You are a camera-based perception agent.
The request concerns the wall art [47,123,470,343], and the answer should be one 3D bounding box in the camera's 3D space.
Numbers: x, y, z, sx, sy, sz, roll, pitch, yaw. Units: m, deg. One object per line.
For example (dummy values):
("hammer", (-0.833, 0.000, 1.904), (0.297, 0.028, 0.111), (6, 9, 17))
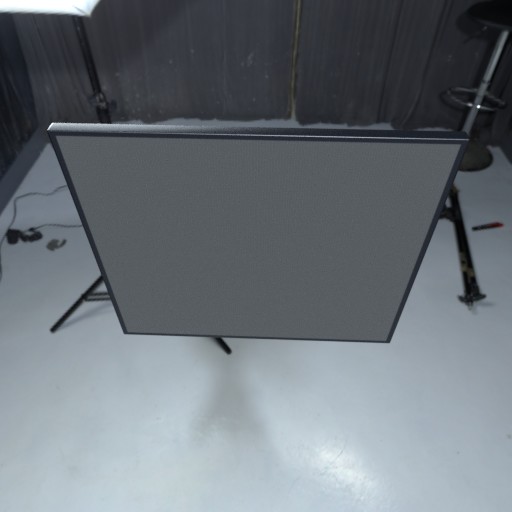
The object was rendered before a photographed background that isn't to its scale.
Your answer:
("wall art", (0.000, 0.000, 0.713), (0.521, 0.450, 0.018), (2, 46, 2))
